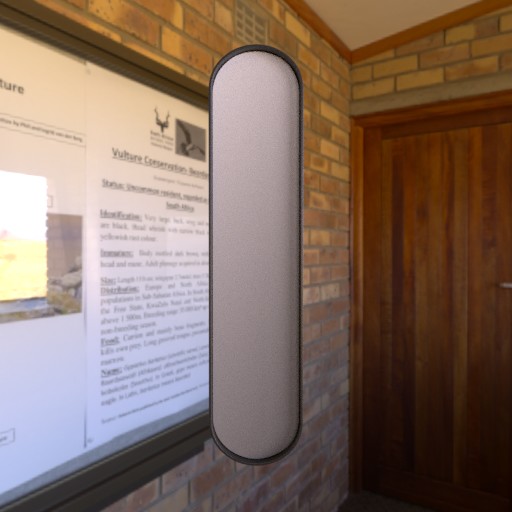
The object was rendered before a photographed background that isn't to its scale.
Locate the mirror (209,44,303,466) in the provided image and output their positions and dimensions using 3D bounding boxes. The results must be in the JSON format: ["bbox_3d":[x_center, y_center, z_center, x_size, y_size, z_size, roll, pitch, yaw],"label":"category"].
[{"bbox_3d":[0.000,0.000,1.057,0.222,0.991,0.032,0,1,1],"label":"mirror"}]
